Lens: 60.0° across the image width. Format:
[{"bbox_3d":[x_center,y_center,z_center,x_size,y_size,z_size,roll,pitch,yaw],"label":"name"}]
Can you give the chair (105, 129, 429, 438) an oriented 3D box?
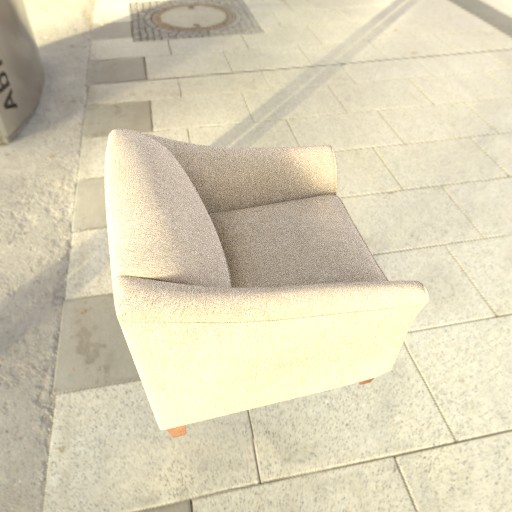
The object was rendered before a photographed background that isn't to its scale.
[{"bbox_3d":[0.000,0.000,1.441,0.787,0.839,0.763,-10,47,-10],"label":"chair"}]
